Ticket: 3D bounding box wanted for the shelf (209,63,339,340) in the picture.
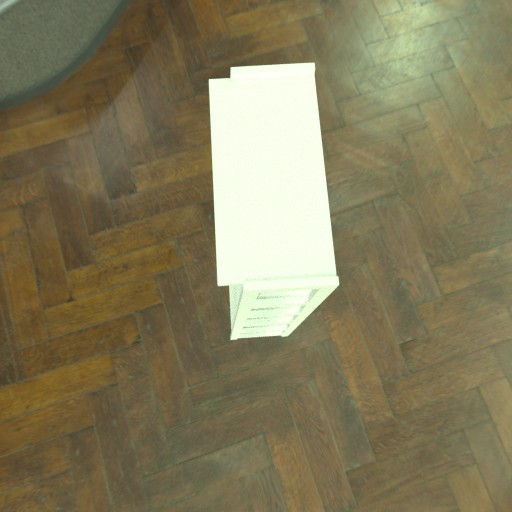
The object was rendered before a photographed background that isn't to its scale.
[{"bbox_3d":[0.000,0.000,2.115,0.381,1.892,0.660,-4,76,-1],"label":"shelf"}]
